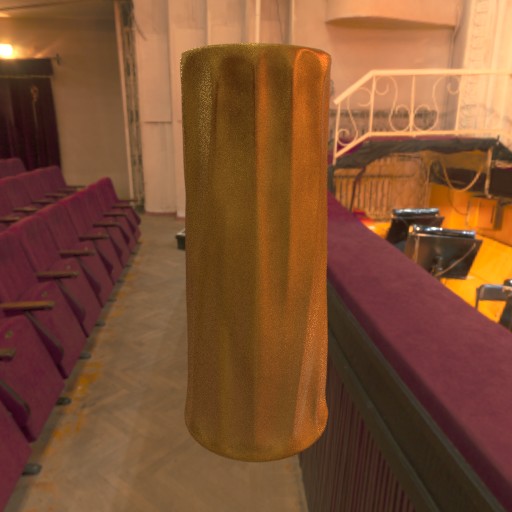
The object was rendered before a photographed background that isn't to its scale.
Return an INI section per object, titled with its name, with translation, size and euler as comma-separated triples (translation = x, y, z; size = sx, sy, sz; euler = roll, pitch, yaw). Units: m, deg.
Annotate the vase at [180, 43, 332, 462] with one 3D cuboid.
[vase]
translation = 0.000, 0.000, 0.172
size = 0.061, 0.143, 0.061
euler = 0, 16, 0
